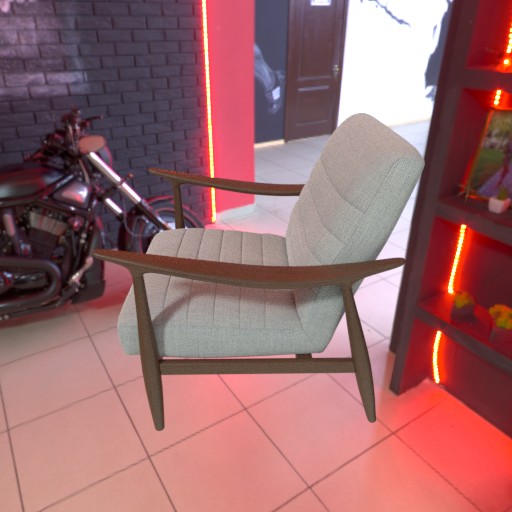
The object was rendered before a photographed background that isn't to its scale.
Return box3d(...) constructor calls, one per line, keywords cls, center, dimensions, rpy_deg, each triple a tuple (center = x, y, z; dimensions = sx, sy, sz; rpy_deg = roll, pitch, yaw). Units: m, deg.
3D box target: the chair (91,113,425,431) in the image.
box3d(cls="chair", center=(0.000, 0.000, 1.445), dimensions=(0.798, 0.832, 0.741), rpy_deg=(0, 28, -1))
